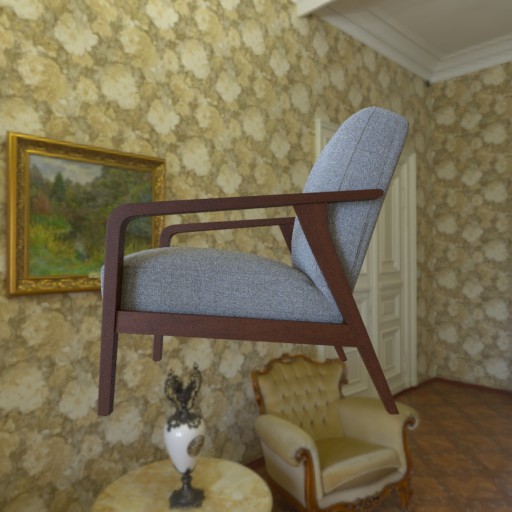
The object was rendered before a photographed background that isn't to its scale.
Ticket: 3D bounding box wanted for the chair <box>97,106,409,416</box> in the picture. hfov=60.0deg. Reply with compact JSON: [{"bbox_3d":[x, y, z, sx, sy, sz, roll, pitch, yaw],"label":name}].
[{"bbox_3d":[0.000,0.000,1.492,0.858,0.847,0.704,0,-1,-1],"label":"chair"}]
